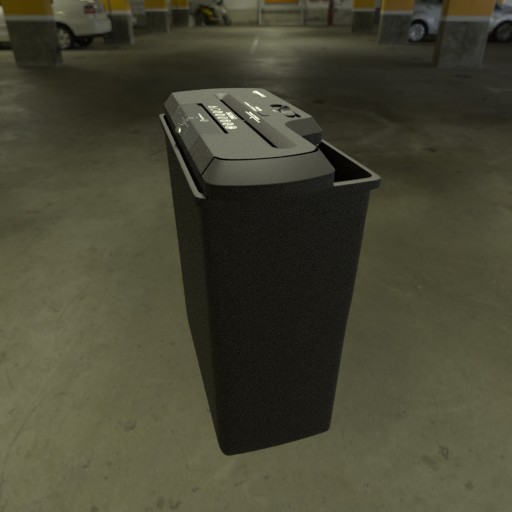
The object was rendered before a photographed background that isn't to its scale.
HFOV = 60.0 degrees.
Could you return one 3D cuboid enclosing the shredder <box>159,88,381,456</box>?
[{"bbox_3d":[0.000,0.000,0.518,0.170,0.335,0.320,-8,31,-14],"label":"shredder"}]
